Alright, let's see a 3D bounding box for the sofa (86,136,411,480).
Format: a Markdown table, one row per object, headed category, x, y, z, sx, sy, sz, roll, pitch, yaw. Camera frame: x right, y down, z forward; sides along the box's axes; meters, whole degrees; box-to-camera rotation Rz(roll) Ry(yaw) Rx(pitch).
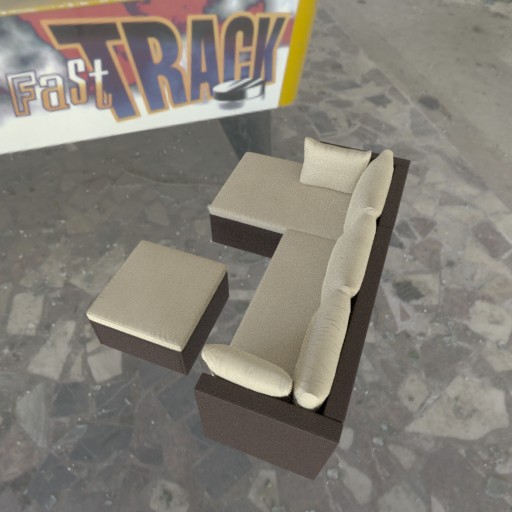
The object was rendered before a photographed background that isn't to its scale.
| category | x | y | z | sx | sy | sz | roll | pitch | yaw |
| --- | --- | --- | --- | --- | --- | --- | --- | --- | --- |
| sofa | 0.000 | 0.000 | 2.966 | 1.612 | 0.766 | 2.192 | 16 | 50 | 14 |
